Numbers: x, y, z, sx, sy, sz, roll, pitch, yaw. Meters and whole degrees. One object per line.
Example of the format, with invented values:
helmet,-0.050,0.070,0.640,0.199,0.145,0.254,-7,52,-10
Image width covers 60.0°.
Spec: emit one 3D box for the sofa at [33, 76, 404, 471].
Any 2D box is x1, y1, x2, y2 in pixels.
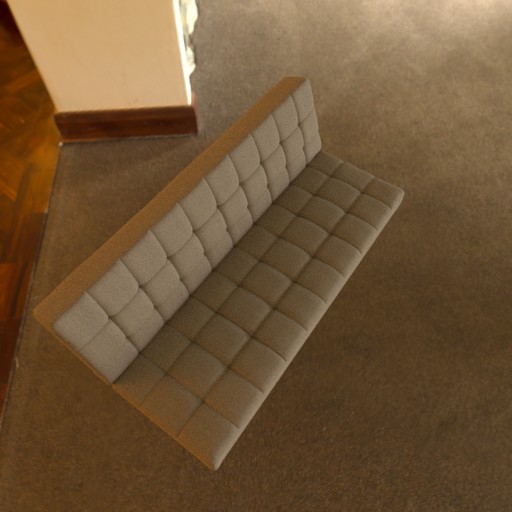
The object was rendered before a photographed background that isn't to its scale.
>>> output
sofa,0.000,0.000,2.252,0.860,0.810,1.800,31,63,18
